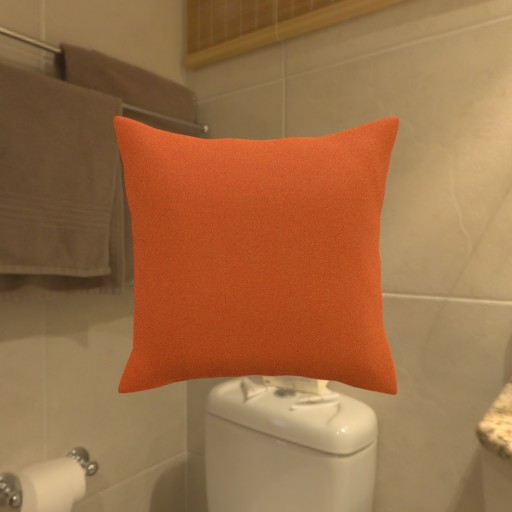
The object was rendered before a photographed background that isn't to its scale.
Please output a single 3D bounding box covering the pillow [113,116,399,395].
[{"bbox_3d":[0.000,0.000,0.708,0.453,0.444,0.169,0,1,1],"label":"pillow"}]
